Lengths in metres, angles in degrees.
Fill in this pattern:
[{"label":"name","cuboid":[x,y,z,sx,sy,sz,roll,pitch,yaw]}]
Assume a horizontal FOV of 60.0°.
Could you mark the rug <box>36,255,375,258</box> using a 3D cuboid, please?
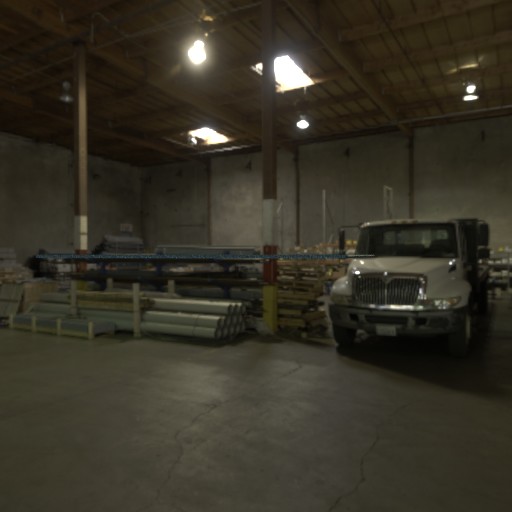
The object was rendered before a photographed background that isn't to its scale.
[{"label":"rug","cuboid":[0.000,0.000,3.121,1.530,0.015,2.449,0,0,17]}]
